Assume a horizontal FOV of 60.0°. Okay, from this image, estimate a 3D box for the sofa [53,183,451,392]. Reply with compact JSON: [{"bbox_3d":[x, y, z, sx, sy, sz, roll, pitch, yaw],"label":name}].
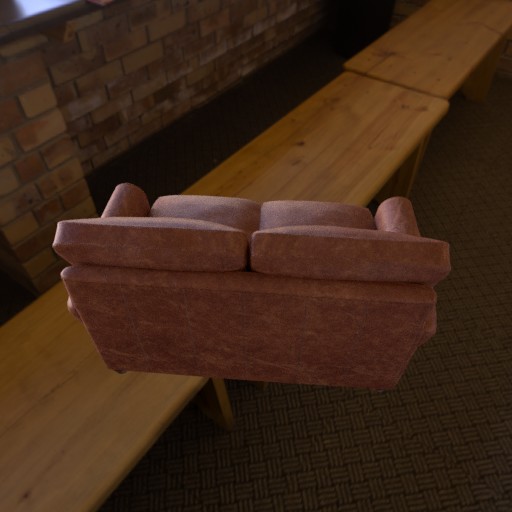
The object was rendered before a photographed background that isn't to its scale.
[{"bbox_3d":[0.000,0.000,2.229,1.616,0.967,0.990,3,48,3],"label":"sofa"}]
